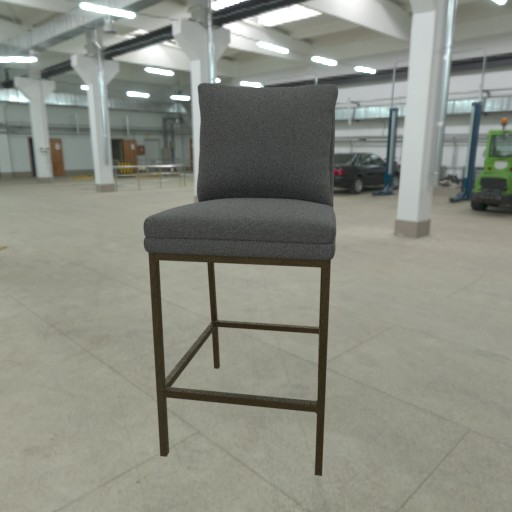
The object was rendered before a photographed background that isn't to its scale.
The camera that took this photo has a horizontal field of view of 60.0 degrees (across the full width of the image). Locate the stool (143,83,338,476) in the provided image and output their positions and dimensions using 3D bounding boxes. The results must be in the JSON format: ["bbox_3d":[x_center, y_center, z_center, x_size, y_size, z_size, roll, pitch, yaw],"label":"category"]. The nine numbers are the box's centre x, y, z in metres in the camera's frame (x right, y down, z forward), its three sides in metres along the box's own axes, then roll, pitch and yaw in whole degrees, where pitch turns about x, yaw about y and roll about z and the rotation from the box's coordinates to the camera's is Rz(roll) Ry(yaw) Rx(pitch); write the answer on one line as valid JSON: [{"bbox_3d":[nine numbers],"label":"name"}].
[{"bbox_3d":[0.000,0.000,1.325,0.463,1.030,0.569,2,14,10],"label":"stool"}]
